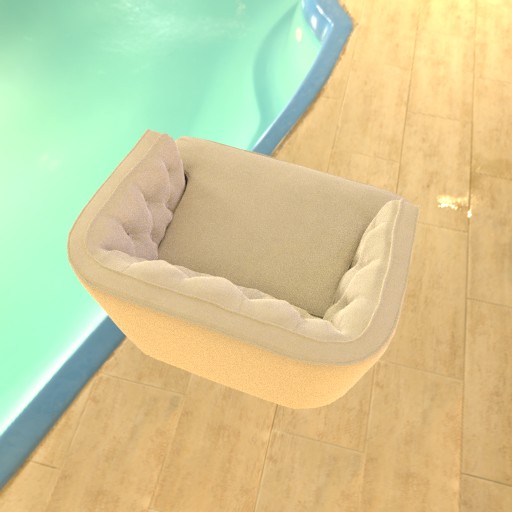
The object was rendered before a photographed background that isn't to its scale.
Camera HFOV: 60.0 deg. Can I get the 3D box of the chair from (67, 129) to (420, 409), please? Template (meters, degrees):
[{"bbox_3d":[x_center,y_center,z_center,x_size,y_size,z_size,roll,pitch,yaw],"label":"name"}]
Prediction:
[{"bbox_3d":[0.000,0.000,1.775,1.104,0.852,0.941,18,64,9],"label":"chair"}]
